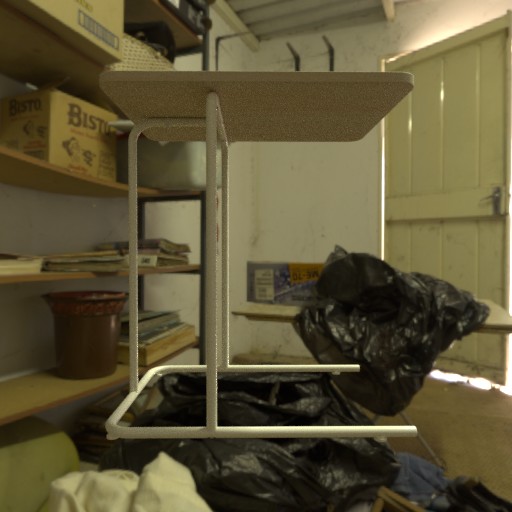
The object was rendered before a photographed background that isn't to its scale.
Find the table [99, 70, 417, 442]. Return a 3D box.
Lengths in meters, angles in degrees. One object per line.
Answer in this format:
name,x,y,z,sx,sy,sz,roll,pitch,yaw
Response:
table,0.000,0.000,0.841,0.480,0.550,0.370,0,1,-1
